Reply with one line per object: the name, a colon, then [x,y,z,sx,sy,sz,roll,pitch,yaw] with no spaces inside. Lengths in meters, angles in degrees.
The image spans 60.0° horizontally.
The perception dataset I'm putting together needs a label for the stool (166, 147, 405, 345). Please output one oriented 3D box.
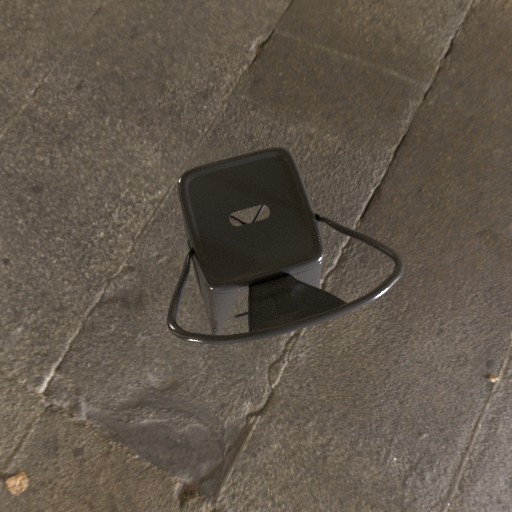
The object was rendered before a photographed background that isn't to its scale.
stool: [0.000,0.000,1.253,0.432,1.022,0.528,-16,76,-4]
